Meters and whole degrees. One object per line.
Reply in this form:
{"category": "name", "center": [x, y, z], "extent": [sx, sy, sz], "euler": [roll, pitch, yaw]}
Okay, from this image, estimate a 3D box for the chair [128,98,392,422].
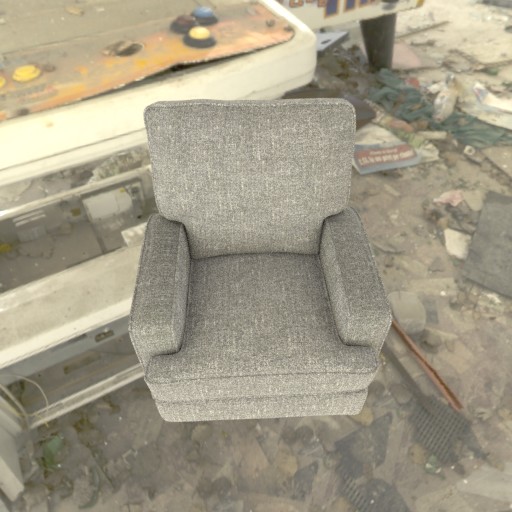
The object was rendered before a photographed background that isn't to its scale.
{"category": "chair", "center": [0.000, 0.000, 1.677], "extent": [0.861, 0.962, 0.964], "euler": [-2, 48, -2]}
